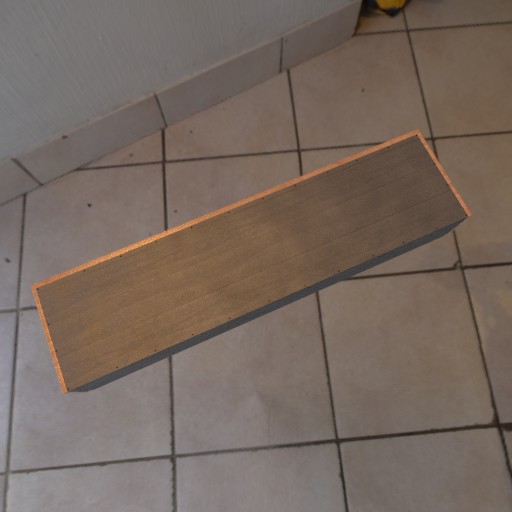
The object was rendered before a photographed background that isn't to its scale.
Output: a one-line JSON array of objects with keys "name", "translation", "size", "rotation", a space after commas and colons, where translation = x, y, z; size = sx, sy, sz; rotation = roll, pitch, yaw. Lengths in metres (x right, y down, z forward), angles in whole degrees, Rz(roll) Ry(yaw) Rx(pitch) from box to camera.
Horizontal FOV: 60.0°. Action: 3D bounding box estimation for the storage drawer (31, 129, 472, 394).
[{"name": "storage drawer", "translation": [0.000, 0.000, 2.205], "size": [2.032, 0.264, 0.538], "rotation": [-23, 74, -7]}]
